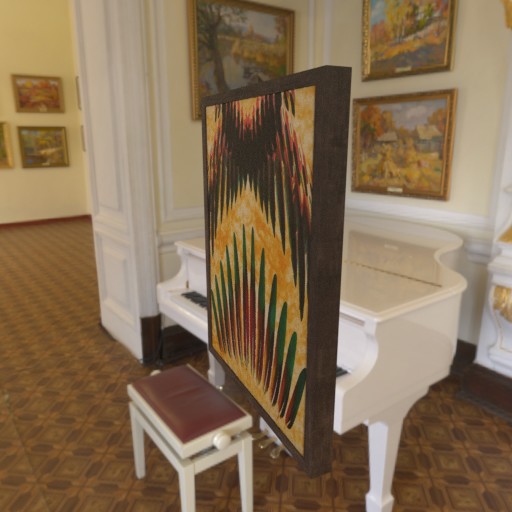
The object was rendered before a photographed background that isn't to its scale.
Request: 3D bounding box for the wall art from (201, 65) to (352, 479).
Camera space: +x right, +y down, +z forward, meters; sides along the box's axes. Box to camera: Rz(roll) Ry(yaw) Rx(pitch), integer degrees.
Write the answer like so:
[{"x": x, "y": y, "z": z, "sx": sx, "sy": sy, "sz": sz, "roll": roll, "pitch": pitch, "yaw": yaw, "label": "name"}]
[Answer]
[{"x": 0.000, "y": 0.000, "z": 0.565, "sx": 0.027, "sy": 0.406, "sz": 0.329, "roll": -7, "pitch": 16, "yaw": -24, "label": "wall art"}]
